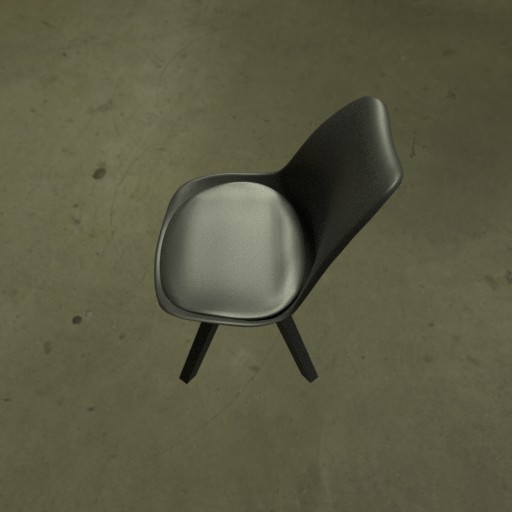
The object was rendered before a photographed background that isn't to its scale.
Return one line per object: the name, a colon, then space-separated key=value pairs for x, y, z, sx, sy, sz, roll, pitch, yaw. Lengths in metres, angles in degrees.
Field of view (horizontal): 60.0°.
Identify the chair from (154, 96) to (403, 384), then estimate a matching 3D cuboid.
chair: x=0.000 y=0.000 z=1.220 sx=0.550 sy=0.850 sz=0.485 roll=0 pitch=57 yaw=0
